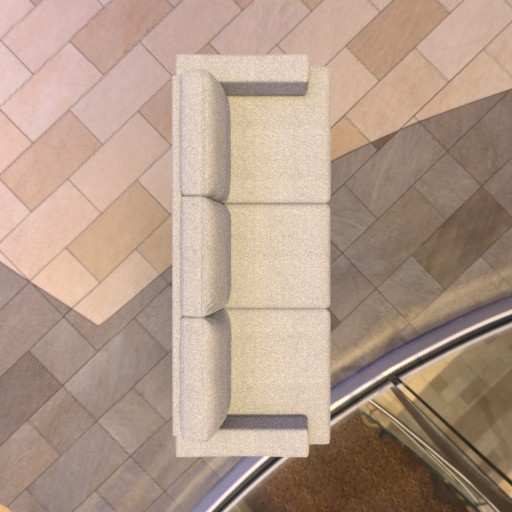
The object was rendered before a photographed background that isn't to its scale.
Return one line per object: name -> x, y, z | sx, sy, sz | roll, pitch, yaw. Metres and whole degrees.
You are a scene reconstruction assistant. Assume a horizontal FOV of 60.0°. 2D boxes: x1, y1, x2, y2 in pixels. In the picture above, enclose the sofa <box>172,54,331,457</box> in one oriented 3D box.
sofa -> 0.000, 0.000, 2.681 | 0.920, 0.810, 2.310 | 0, 90, 0
